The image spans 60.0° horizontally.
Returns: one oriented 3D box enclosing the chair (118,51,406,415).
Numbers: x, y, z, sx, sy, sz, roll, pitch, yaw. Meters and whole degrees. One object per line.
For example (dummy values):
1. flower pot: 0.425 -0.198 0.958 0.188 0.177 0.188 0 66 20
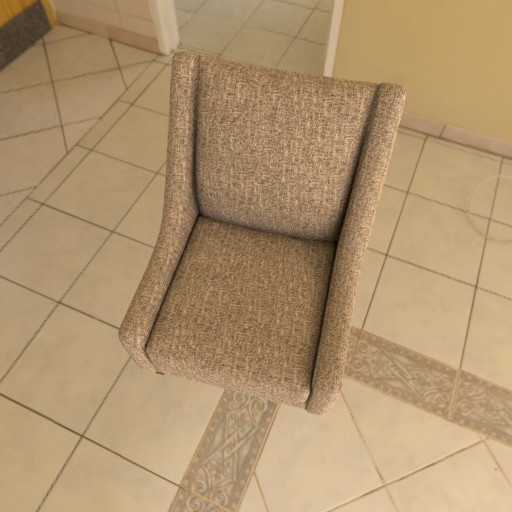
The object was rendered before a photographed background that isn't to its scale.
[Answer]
1. chair: 0.000 0.000 1.621 0.774 1.014 0.870 12 59 7
